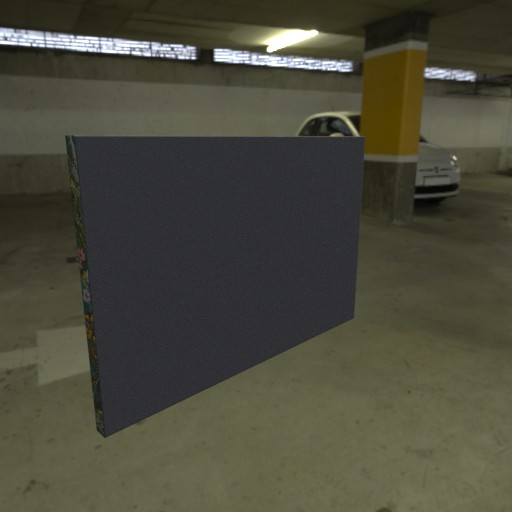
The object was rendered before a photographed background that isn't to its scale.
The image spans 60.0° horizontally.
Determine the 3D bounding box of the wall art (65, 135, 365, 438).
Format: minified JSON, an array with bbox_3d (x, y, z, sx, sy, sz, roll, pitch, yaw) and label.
[{"bbox_3d":[0.000,0.000,1.157,0.908,0.604,0.037,-14,20,-42],"label":"wall art"}]
